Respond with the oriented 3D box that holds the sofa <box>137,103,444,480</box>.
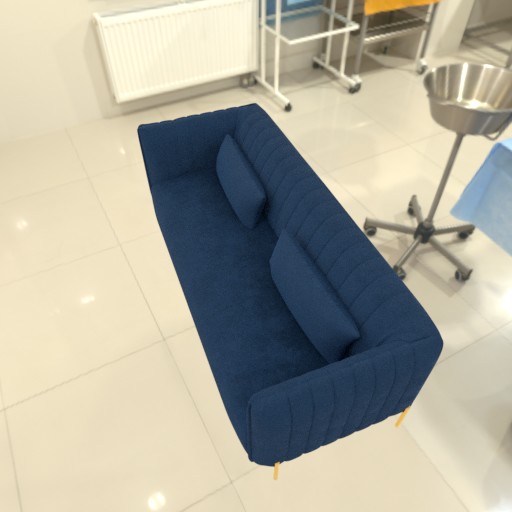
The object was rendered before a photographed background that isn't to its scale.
[{"bbox_3d":[0.000,0.000,2.579,0.896,0.793,2.136,-16,49,-15],"label":"sofa"}]
